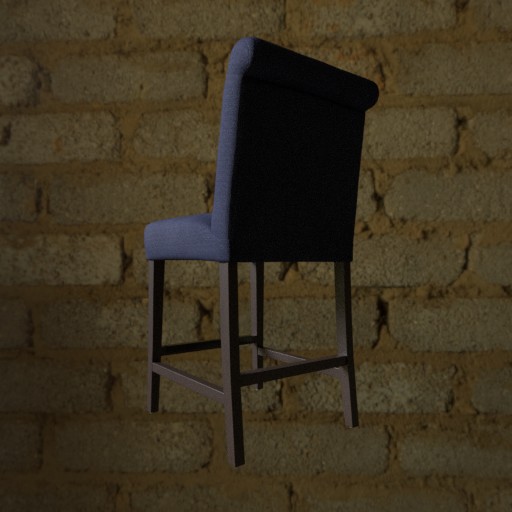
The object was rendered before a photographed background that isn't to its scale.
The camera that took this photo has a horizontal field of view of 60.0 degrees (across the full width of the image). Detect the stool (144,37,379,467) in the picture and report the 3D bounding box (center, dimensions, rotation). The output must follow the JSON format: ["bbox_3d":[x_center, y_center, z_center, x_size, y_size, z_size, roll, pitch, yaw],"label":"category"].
[{"bbox_3d":[0.000,0.000,1.349,0.493,1.010,0.601,0,-1,-37],"label":"stool"}]
